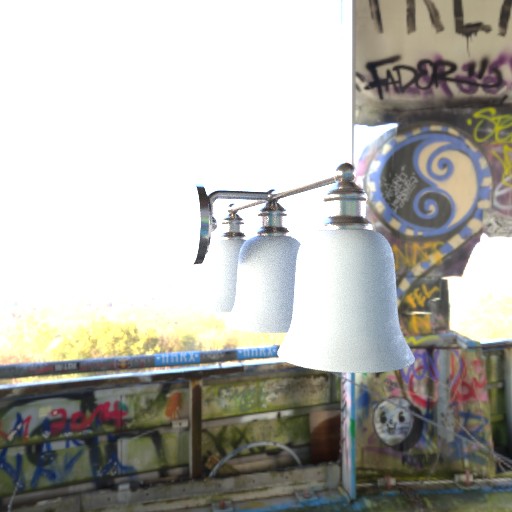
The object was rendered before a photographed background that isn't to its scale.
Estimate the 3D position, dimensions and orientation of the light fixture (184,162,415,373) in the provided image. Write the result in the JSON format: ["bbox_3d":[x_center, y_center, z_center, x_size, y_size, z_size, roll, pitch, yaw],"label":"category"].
[{"bbox_3d":[0.000,0.000,0.672,0.198,0.211,0.570,0,1,-20],"label":"light fixture"}]
